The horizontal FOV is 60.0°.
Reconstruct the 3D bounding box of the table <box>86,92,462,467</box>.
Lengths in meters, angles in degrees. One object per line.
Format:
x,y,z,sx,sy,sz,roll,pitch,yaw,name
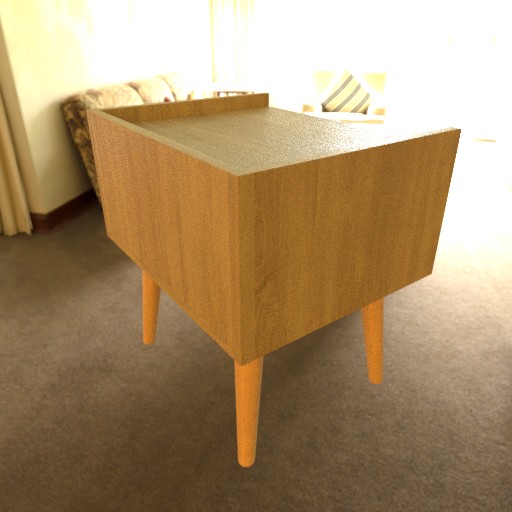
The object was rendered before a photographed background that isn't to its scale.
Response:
0.000,0.000,0.778,0.370,0.470,0.450,-19,33,-31,table
